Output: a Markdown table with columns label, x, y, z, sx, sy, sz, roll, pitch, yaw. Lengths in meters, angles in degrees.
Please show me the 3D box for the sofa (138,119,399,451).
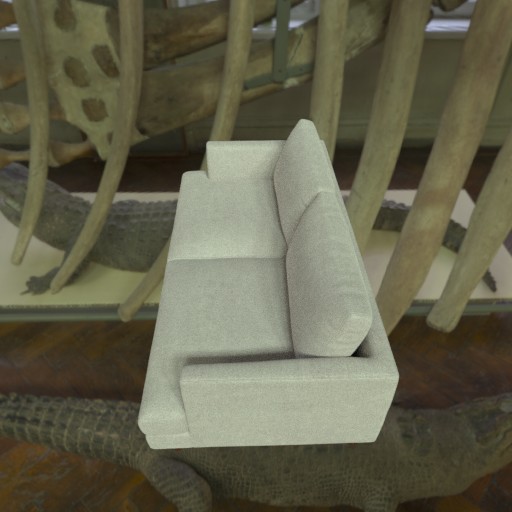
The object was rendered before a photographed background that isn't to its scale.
| label | x | y | z | sx | sy | sz | roll | pitch | yaw |
| --- | --- | --- | --- | --- | --- | --- | --- | --- | --- |
| sofa | 0.000 | 0.000 | 2.497 | 1.020 | 0.868 | 1.948 | -1 | 41 | -1 |
